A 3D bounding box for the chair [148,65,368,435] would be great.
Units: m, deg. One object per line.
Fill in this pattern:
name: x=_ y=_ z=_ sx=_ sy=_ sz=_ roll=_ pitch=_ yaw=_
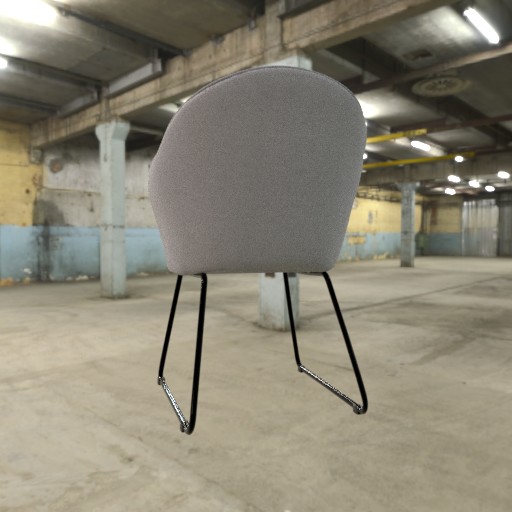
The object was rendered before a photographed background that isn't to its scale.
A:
chair: x=0.000 y=0.000 z=1.227 sx=0.570 sy=0.817 sz=0.592 roll=0 pitch=2 yaw=-17
